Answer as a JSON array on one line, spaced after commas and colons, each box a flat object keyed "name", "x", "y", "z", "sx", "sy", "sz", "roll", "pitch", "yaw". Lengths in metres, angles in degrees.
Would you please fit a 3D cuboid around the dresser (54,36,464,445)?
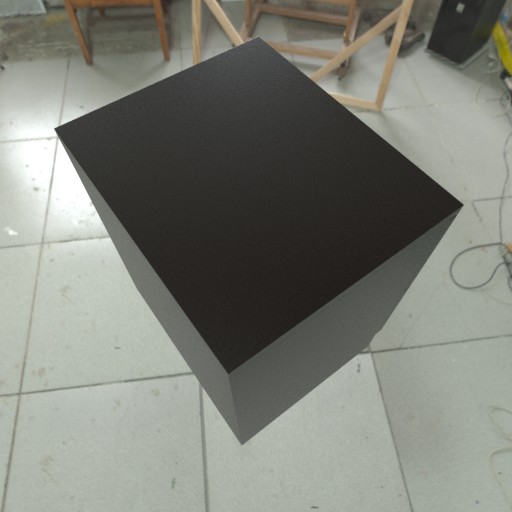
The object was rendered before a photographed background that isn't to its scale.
[{"name": "dresser", "x": 0.000, "y": 0.000, "z": 0.752, "sx": 0.360, "sy": 0.470, "sz": 0.400, "roll": -32, "pitch": 64, "yaw": -18}]
